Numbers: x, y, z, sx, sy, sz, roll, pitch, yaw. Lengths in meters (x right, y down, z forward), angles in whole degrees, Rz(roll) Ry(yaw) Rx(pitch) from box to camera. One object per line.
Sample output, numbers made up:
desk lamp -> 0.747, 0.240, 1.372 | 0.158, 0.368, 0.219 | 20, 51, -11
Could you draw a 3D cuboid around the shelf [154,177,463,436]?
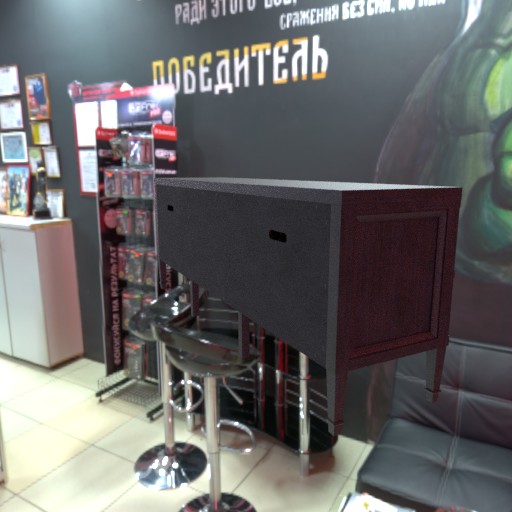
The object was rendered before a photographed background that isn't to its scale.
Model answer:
shelf -> 0.000, 0.000, 2.143 | 0.471, 0.715, 1.878 | -6, 12, -27
